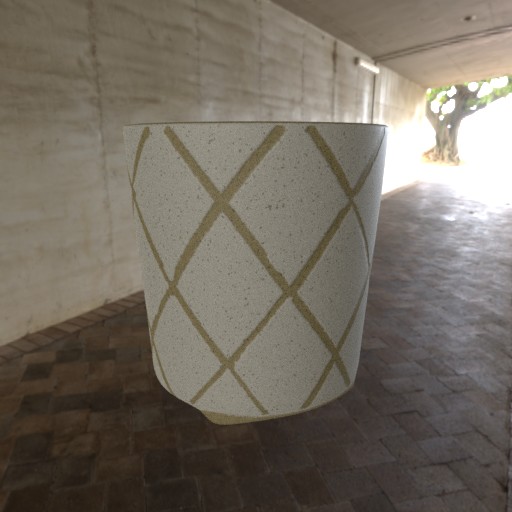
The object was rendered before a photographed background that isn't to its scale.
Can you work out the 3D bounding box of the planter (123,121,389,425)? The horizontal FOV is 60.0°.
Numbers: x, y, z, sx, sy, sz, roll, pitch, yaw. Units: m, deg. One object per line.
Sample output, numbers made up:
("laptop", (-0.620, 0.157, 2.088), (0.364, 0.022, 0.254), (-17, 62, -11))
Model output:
("planter", (0.000, 0.000, 0.355), (0.191, 0.199, 0.191), (0, 15, 0))
